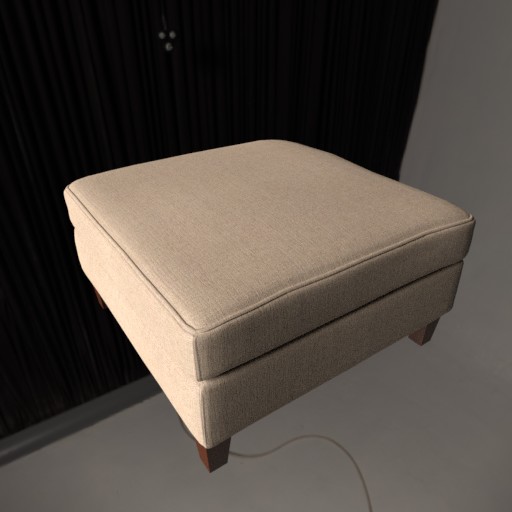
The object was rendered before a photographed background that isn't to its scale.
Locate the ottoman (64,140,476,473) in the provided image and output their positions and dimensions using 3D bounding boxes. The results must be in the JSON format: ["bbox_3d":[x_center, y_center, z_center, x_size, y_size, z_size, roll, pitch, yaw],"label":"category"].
[{"bbox_3d":[0.000,0.000,1.303,0.838,0.481,0.838,-19,35,-29],"label":"ottoman"}]
